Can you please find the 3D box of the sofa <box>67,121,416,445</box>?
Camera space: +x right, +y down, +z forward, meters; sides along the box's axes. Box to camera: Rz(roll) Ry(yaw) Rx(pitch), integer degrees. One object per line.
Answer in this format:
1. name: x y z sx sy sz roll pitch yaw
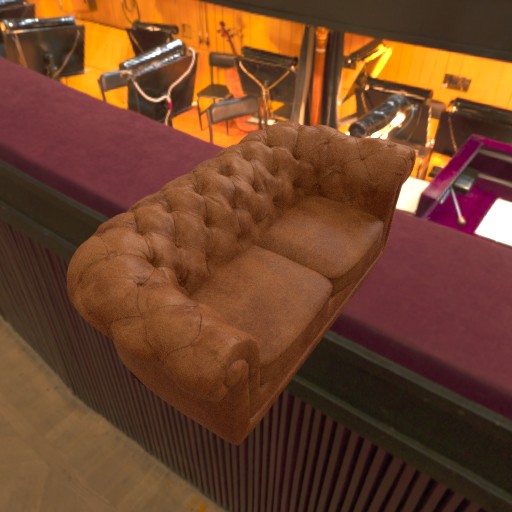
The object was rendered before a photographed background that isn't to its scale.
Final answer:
1. sofa: 0.000 0.000 2.489 1.042 0.877 1.979 25 46 26
